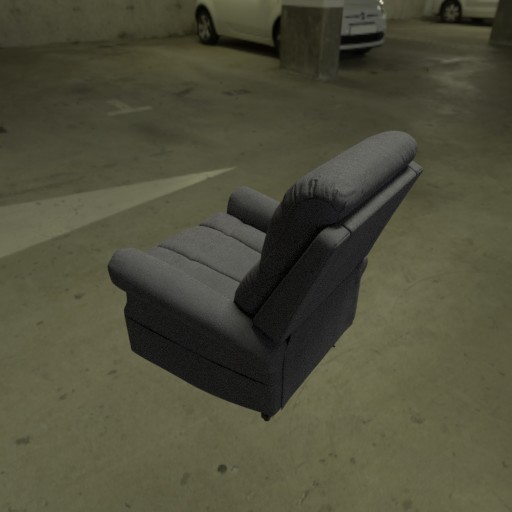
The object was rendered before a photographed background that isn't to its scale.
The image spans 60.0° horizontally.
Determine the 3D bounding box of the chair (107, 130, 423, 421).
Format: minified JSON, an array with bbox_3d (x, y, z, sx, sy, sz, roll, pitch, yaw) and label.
[{"bbox_3d":[0.000,0.000,1.772,0.979,1.031,0.871,21,38,30],"label":"chair"}]
